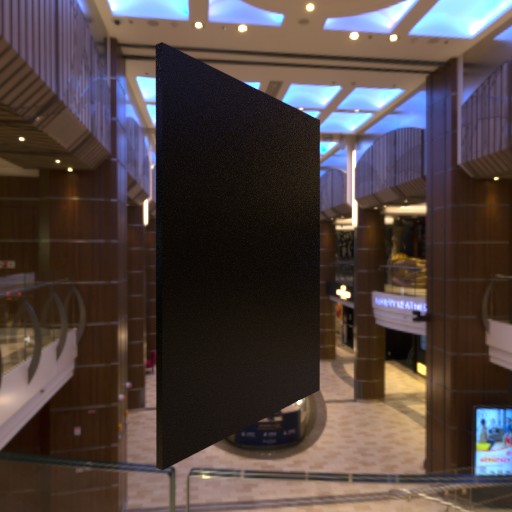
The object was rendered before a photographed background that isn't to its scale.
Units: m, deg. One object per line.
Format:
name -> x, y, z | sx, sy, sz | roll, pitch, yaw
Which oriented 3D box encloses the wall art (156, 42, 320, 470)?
wall art -> 0.000, 0.000, 0.783 | 0.013, 0.582, 0.442 | 0, 1, 37
